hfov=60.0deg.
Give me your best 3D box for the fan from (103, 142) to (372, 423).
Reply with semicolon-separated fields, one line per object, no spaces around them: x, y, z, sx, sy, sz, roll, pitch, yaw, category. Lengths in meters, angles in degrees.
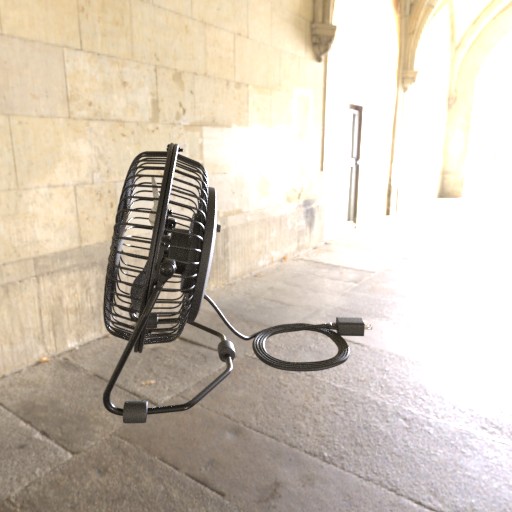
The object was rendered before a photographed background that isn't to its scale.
0.000;0.000;0.307;0.202;0.152;0.153;-2;14;-9;fan
